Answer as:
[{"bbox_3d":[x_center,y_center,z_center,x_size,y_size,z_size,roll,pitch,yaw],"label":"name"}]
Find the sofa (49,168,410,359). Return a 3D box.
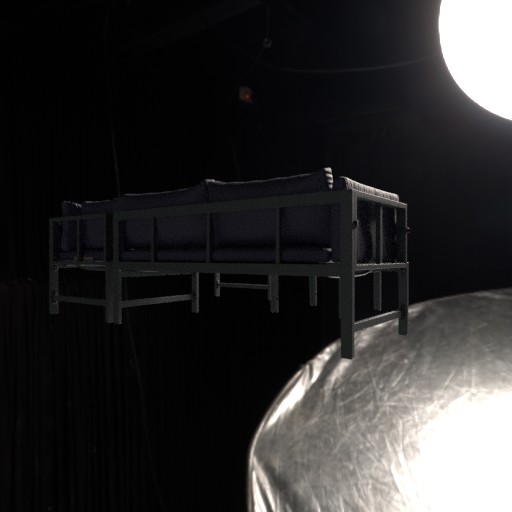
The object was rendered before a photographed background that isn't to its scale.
[{"bbox_3d":[0.000,0.000,2.929,2.149,0.762,1.658,0,0,37],"label":"sofa"}]
